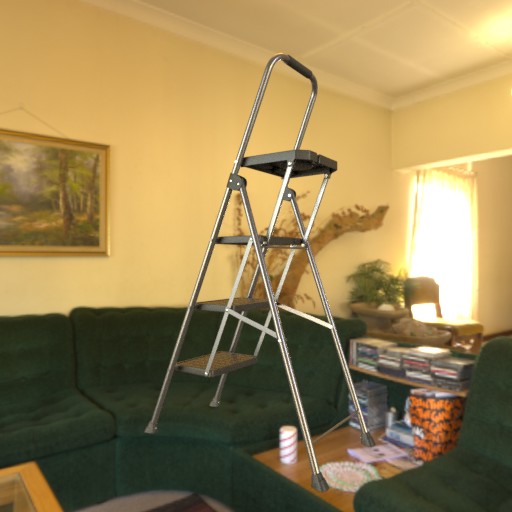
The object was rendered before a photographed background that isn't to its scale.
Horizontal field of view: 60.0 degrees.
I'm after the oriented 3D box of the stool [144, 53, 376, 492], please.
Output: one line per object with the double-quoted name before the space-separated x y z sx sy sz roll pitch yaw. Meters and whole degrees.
"stool" 0.000 0.000 1.563 0.733 1.277 0.396 0 0 36
